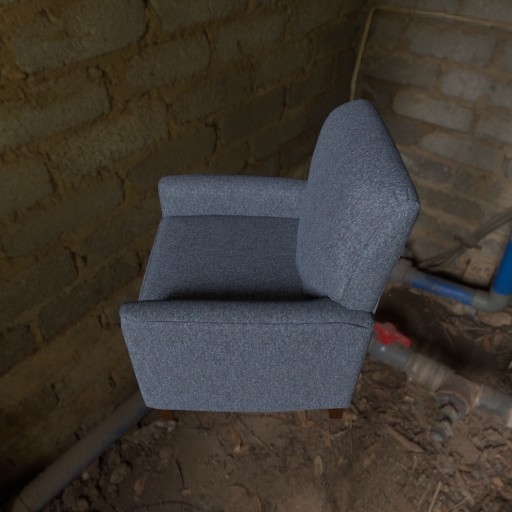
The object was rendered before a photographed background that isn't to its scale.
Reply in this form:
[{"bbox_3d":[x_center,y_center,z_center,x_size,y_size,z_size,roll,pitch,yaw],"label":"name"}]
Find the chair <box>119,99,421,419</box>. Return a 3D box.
[{"bbox_3d":[0.000,0.000,1.648,0.850,1.016,0.839,0,41,0],"label":"chair"}]
